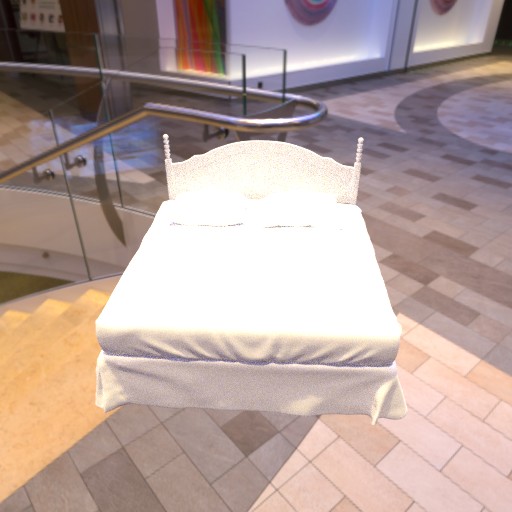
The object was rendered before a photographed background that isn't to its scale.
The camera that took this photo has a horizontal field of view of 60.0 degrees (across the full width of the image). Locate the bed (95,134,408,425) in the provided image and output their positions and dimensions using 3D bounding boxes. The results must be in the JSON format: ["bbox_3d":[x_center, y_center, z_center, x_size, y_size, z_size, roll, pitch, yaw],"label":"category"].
[{"bbox_3d":[0.000,0.000,3.655,2.322,1.355,2.219,2,32,3],"label":"bed"}]
